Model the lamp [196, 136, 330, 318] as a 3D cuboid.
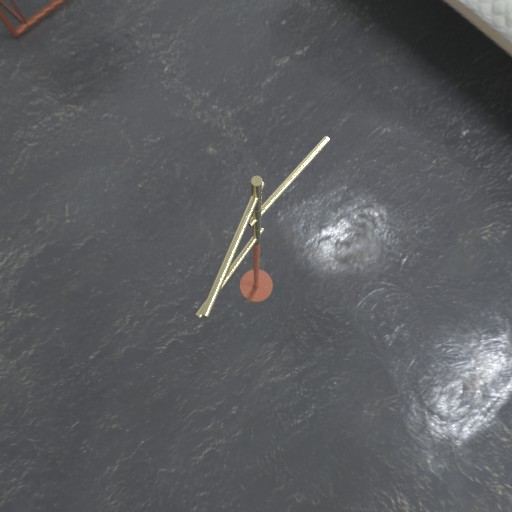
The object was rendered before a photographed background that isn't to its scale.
[{"bbox_3d":[0.000,0.000,1.999,0.209,1.704,0.737,27,78,6],"label":"lamp"}]
